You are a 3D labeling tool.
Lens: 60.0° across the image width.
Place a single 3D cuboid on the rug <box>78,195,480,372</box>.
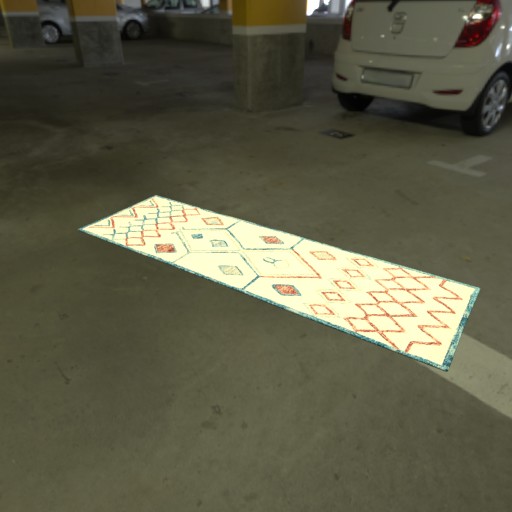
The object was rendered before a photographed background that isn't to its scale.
[{"bbox_3d":[0.000,0.000,2.723,2.435,0.011,0.750,18,34,29],"label":"rug"}]
